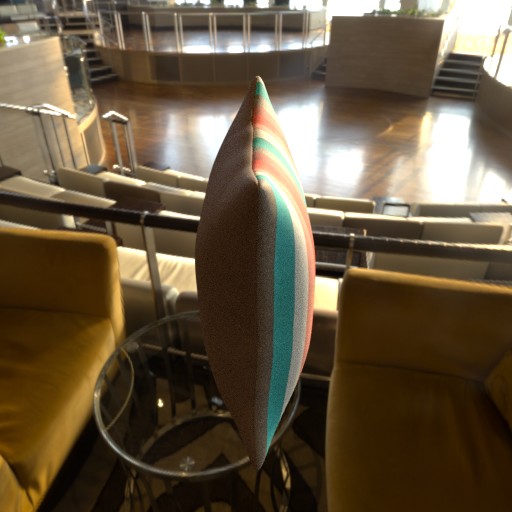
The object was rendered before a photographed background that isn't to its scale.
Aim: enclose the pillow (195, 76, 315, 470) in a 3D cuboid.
[{"bbox_3d":[0.000,0.000,0.691,0.168,0.443,0.453,0,33,0],"label":"pillow"}]
